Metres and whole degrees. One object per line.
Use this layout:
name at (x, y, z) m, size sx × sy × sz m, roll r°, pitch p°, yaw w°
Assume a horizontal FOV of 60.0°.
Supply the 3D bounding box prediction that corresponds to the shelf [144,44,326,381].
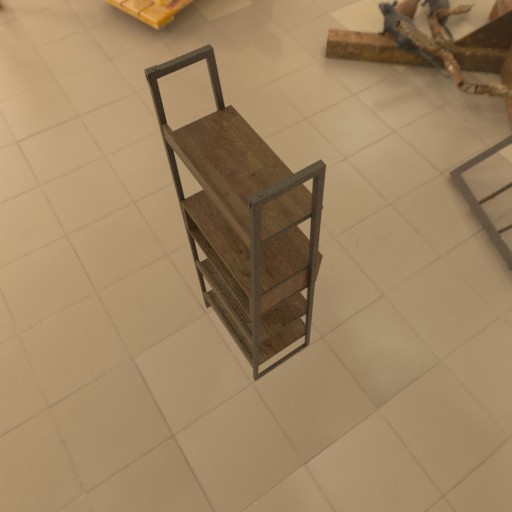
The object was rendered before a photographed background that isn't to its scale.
shelf at (0.000, 0.000, 2.262) m, size 0.454 × 2.005 × 0.652 m, roll -30°, pitch 65°, yaw -16°
